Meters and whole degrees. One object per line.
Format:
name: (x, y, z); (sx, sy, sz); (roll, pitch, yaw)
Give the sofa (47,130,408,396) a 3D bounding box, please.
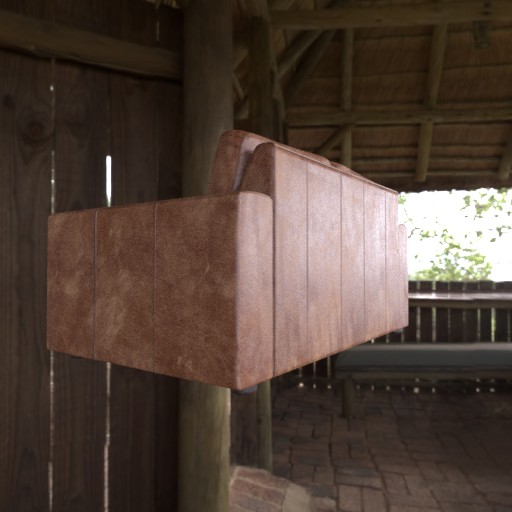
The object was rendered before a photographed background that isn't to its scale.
sofa: (0.000, 0.000, 2.231); (1.041, 0.889, 1.626); (-1, -1, 36)
